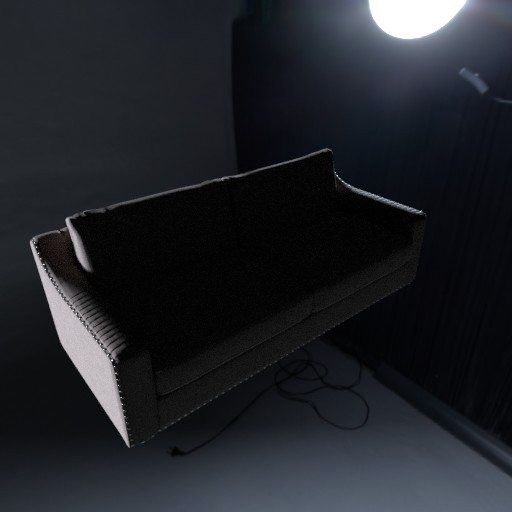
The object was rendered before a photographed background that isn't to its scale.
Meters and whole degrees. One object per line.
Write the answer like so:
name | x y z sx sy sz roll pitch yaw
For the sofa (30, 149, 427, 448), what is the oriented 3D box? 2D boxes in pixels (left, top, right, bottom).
sofa | 0.000 0.000 2.689 2.208 0.857 1.000 -22 36 -34
